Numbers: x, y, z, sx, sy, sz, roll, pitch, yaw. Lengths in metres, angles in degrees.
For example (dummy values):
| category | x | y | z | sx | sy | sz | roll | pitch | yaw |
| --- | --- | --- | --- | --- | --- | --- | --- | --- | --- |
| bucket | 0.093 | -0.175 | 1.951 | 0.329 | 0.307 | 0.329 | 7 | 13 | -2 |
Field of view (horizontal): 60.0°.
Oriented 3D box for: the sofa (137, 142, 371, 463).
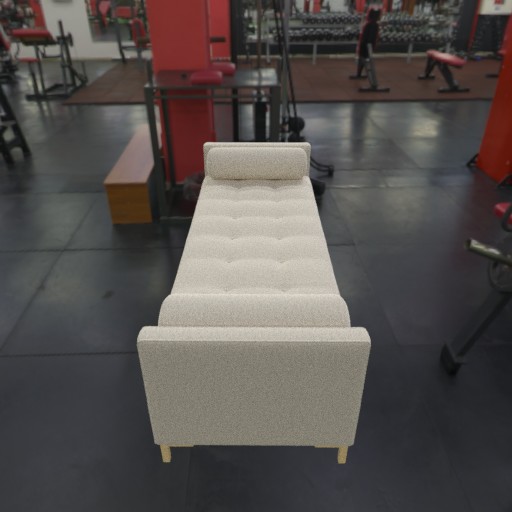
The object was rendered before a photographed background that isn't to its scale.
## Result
| category | x | y | z | sx | sy | sz | roll | pitch | yaw |
| --- | --- | --- | --- | --- | --- | --- | --- | --- | --- |
| sofa | 0.000 | 0.000 | 2.339 | 0.746 | 0.641 | 1.985 | 0 | 32 | 0 |
